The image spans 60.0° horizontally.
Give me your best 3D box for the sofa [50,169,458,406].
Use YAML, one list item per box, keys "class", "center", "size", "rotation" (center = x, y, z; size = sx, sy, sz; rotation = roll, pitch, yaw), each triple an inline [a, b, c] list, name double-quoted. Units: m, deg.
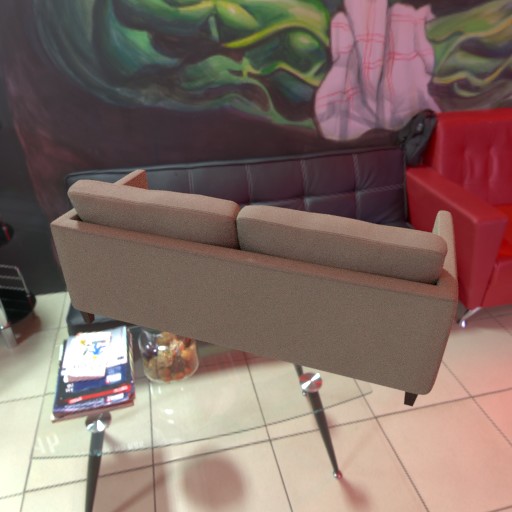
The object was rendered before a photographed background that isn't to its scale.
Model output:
- class: "sofa"
  center: [0.000, 0.000, 2.698]
  size: [2.181, 0.932, 0.948]
  rotation: [10, 33, 16]
